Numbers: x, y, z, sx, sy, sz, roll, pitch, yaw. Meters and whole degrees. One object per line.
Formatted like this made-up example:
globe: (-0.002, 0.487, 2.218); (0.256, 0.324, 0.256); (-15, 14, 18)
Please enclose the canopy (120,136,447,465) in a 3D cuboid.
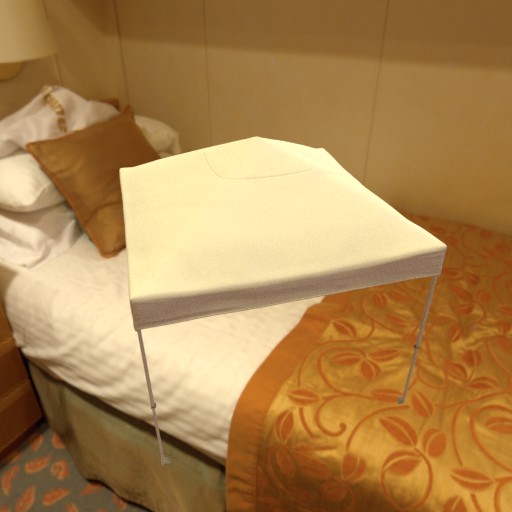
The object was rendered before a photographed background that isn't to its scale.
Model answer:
canopy: (0.000, 0.000, 5.508); (2.998, 2.997, 2.996); (-9, 33, -14)
